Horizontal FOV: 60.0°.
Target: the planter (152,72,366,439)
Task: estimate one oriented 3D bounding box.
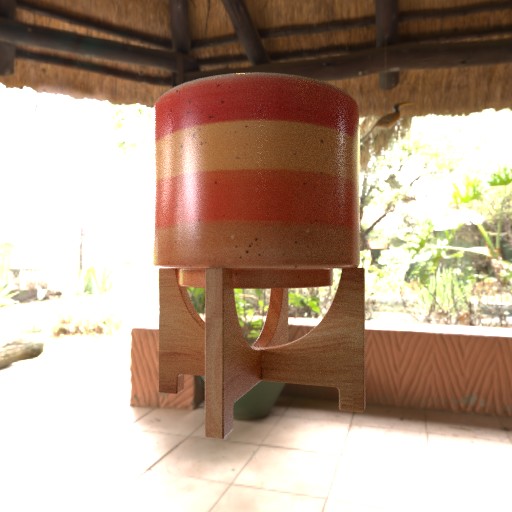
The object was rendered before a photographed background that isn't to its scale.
[{"bbox_3d":[0.000,0.000,0.417,0.199,0.268,0.199,0,-1,0],"label":"planter"}]
